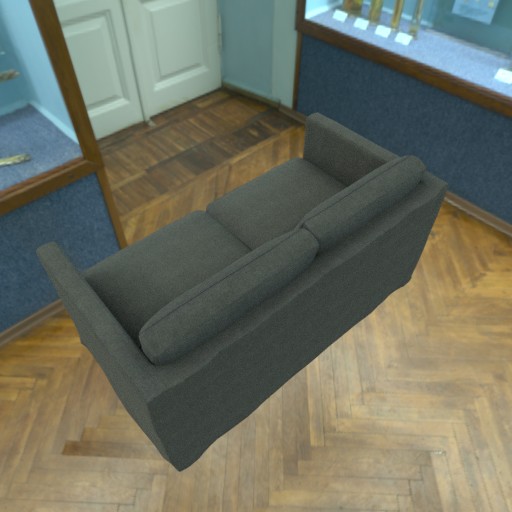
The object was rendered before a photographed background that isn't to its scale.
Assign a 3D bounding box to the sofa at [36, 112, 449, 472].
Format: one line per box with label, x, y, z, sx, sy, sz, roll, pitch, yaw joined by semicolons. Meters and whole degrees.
sofa;0.000;0.000;2.297;1.802;0.854;0.974;-33;55;-26
